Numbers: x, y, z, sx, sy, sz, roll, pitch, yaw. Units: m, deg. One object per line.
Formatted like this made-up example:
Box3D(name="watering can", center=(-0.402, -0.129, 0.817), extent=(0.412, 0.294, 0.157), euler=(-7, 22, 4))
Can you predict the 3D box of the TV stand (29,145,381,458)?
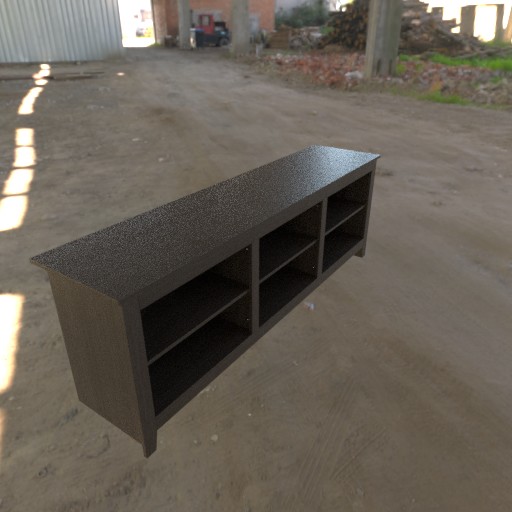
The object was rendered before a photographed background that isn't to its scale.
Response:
Box3D(name="TV stand", center=(0.000, 0.000, 2.005), extent=(0.406, 0.610, 1.778), euler=(18, 32, 31))
